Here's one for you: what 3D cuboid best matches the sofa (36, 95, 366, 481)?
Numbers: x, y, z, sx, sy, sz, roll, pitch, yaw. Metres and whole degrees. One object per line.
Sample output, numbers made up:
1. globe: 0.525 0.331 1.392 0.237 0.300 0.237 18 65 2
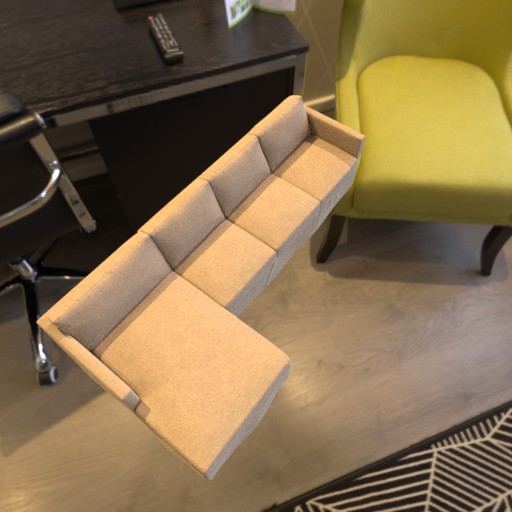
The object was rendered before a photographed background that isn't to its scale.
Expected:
1. sofa: 0.000 0.000 3.855 1.638 0.920 3.198 33 64 19
